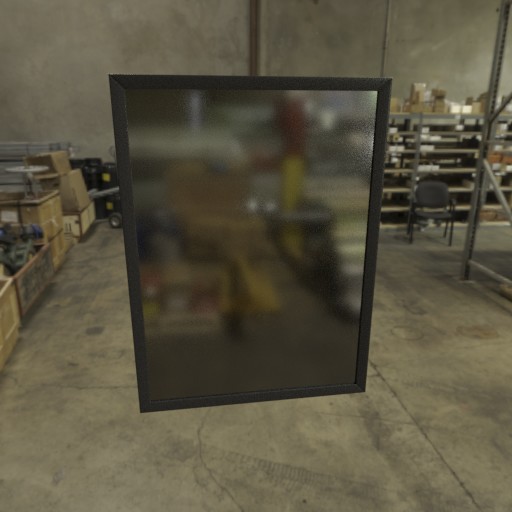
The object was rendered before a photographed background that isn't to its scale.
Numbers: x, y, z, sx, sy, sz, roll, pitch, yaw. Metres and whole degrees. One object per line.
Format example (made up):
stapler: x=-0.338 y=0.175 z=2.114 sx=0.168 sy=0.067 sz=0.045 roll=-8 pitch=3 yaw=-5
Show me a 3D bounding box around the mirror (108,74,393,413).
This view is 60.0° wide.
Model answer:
mirror: x=0.000 y=0.000 z=1.349 sx=0.762 sy=1.016 sz=0.040 roll=-3 pitch=18 yaw=-8
